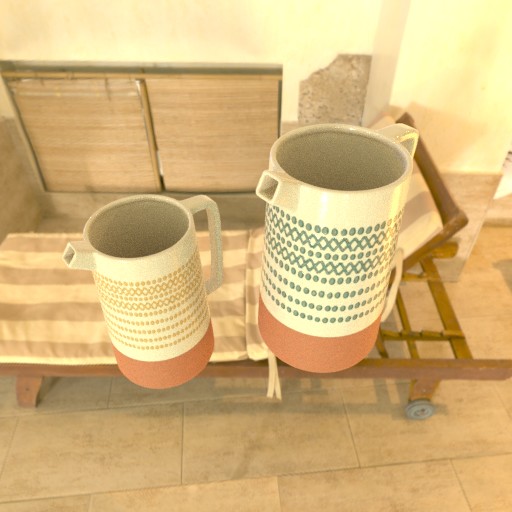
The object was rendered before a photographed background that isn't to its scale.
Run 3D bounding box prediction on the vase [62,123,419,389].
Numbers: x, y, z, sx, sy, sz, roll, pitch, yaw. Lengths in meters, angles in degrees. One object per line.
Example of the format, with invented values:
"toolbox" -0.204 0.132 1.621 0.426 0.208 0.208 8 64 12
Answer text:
"vase" 0.000 0.000 0.459 0.326 0.247 0.168 0 42 0
